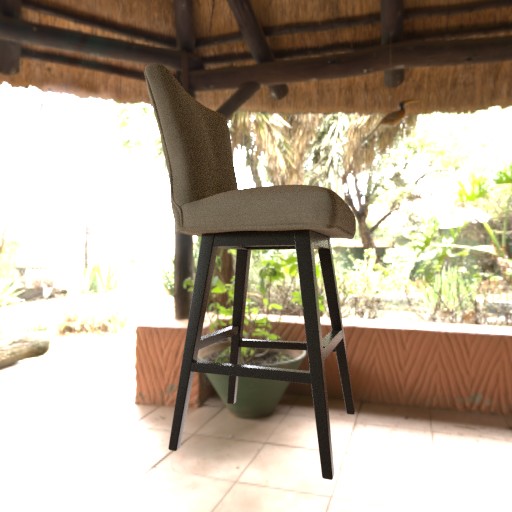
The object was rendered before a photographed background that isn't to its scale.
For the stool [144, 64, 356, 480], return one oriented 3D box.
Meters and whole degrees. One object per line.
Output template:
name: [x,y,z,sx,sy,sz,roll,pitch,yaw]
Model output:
stool: [0.000,0.000,1.398,0.574,1.086,0.514,0,-1,19]
